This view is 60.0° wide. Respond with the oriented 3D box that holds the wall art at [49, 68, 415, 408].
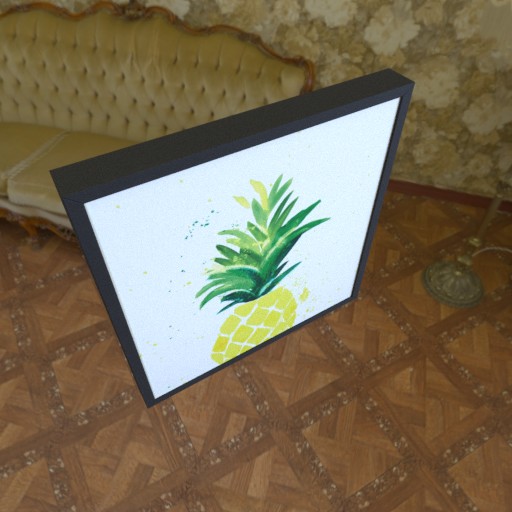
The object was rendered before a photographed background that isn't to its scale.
[{"bbox_3d":[0.000,0.000,0.452,0.305,0.304,0.033,-24,51,-21],"label":"wall art"}]
